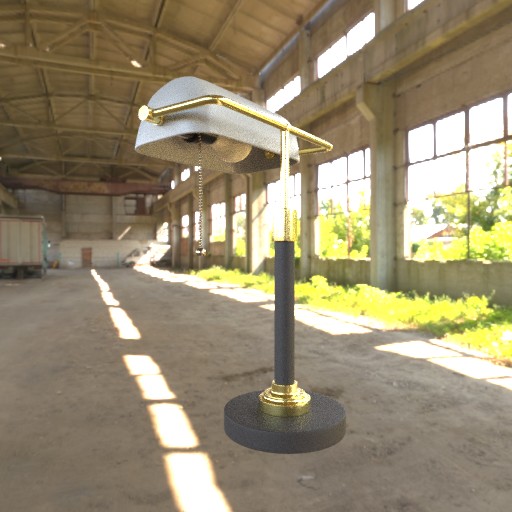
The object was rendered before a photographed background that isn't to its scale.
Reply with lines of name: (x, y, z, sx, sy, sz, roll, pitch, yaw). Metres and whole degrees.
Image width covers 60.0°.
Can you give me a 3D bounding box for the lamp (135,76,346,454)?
lamp: (0.000, 0.000, 0.547, 0.227, 0.404, 0.269, 1, 1, 36)
